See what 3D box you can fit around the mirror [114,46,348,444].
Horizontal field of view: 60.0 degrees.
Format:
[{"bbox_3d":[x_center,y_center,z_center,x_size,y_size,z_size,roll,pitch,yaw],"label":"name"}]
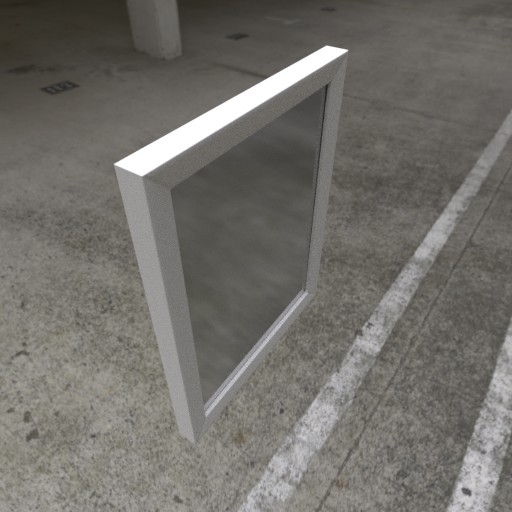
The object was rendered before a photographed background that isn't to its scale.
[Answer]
[{"bbox_3d":[0.000,0.000,0.684,0.041,0.508,0.405,25,48,25],"label":"mirror"}]
